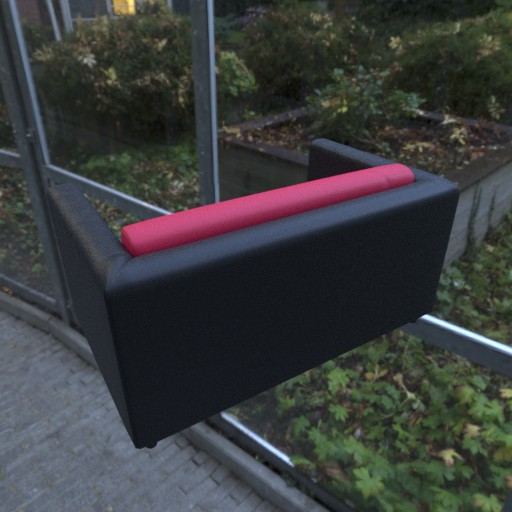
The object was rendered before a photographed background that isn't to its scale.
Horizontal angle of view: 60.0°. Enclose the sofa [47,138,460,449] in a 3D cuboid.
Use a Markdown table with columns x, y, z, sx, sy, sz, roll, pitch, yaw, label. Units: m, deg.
| x | y | z | sx | sy | sz | roll | pitch | yaw | label |
| --- | --- | --- | --- | --- | --- | --- | --- | --- | --- |
| 0.000 | 0.000 | 1.880 | 1.410 | 0.735 | 0.845 | -17 | 34 | -27 | sofa |
